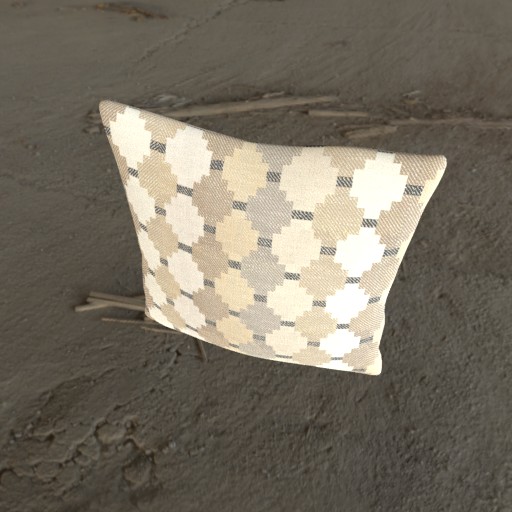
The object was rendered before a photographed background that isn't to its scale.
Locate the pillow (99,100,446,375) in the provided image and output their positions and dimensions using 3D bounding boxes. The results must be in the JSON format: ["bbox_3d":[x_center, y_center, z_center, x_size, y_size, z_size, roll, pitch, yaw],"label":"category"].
[{"bbox_3d":[0.000,0.000,0.867,0.578,0.558,0.192,12,43,13],"label":"pillow"}]
